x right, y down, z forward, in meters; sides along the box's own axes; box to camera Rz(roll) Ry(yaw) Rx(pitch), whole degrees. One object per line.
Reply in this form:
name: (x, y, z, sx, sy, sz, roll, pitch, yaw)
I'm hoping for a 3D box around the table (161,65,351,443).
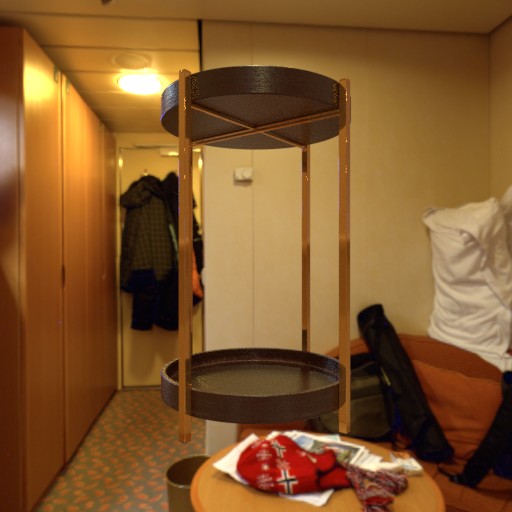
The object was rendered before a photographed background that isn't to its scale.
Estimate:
table: (0.000, 0.000, 0.883, 0.400, 0.610, 0.400, 0, 0, 37)
